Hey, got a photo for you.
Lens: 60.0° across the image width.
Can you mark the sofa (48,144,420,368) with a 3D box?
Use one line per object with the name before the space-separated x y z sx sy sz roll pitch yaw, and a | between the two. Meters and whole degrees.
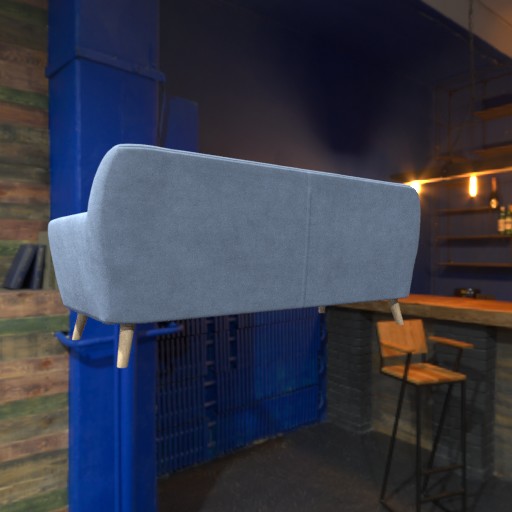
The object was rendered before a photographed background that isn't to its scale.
sofa | 0.000 0.000 2.427 1.970 0.830 0.830 0 0 -36
